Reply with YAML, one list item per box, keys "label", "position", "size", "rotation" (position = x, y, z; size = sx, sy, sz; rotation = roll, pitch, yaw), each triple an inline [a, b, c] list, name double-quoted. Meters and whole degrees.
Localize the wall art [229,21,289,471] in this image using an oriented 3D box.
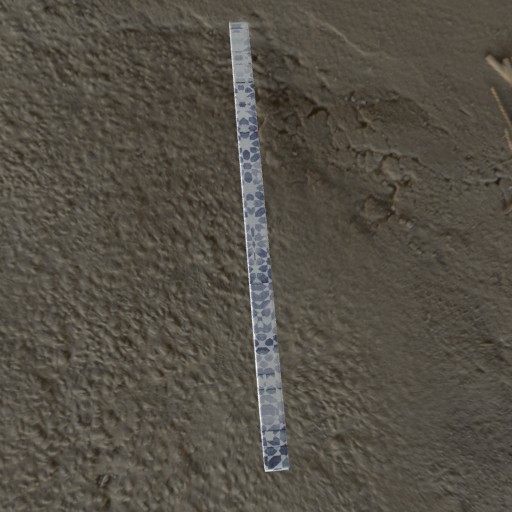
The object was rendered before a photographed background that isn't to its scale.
- label: "wall art"
  position: [0.000, 0.000, 0.766]
  size: [0.030, 0.406, 0.608]
  rotation: [-4, 75, -1]
